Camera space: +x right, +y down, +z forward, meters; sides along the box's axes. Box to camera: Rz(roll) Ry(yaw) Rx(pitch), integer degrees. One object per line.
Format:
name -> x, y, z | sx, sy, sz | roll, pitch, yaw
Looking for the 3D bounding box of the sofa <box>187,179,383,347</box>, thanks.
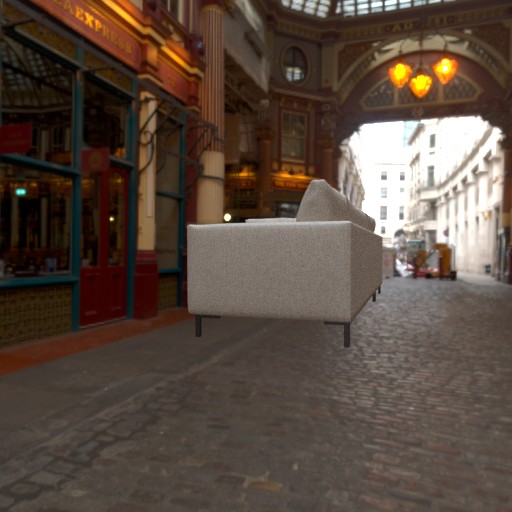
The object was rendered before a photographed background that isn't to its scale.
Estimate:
sofa -> 0.000, 0.000, 3.150 | 1.617, 0.703, 2.423 | 0, 1, 19
